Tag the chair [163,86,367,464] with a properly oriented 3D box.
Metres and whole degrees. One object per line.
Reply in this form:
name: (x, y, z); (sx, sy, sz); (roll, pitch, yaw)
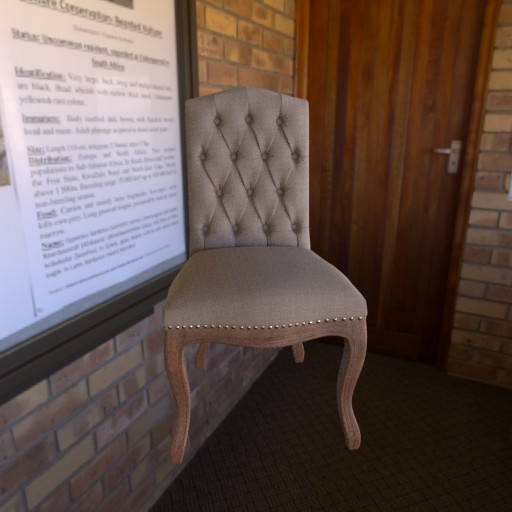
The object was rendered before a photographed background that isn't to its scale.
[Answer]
chair: (0.000, 0.000, 1.612); (0.637, 1.191, 0.731); (-2, 18, -6)
